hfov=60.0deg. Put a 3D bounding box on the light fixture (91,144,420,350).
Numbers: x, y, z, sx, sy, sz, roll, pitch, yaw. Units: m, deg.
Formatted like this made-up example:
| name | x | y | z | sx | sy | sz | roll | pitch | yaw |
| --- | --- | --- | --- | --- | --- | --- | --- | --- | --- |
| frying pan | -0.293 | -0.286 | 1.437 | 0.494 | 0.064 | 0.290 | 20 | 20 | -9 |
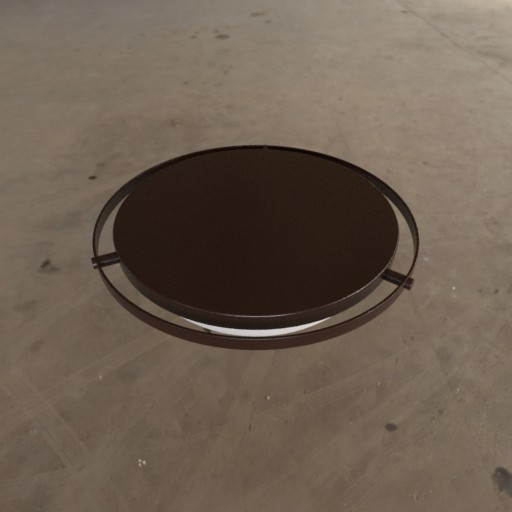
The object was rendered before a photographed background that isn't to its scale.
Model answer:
| name | x | y | z | sx | sy | sz | roll | pitch | yaw |
| --- | --- | --- | --- | --- | --- | --- | --- | --- | --- |
| light fixture | 0.000 | 0.000 | 0.546 | 0.361 | 0.130 | 0.361 | 0 | 40 | 0 |
